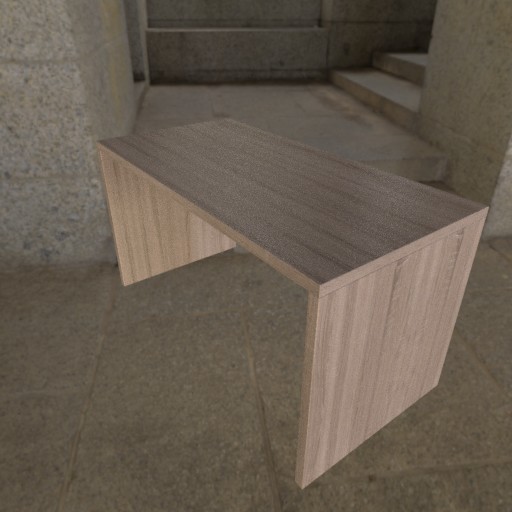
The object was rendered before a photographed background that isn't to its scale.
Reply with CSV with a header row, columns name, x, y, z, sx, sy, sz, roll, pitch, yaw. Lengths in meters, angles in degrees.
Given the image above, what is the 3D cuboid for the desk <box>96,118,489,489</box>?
name,x,y,z,sx,sy,sz,roll,pitch,yaw
desk,0.000,0.000,1.797,0.690,0.745,1.380,-21,36,-31
